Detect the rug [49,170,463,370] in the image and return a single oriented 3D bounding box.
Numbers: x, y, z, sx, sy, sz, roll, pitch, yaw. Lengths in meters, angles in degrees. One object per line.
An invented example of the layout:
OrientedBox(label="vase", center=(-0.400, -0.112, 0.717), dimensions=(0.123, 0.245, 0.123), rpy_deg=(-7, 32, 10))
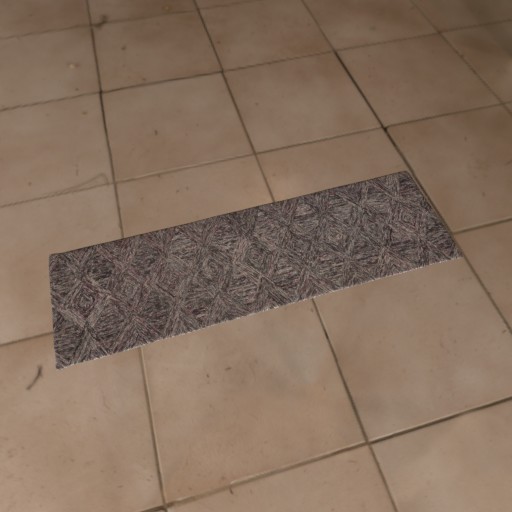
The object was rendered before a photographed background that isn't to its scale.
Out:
OrientedBox(label="rug", center=(0.000, 0.000, 2.570), dimensions=(2.305, 0.013, 0.719), rpy_deg=(-15, 59, -9))
